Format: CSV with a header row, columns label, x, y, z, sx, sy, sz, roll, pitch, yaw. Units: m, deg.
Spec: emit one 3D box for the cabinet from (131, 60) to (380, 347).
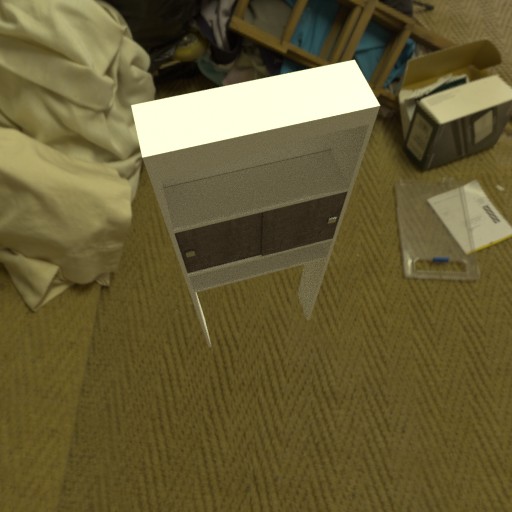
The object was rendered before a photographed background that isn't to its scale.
label,x,y,z,sx,sy,sz,roll,pitch,yaw
cabinet,0.000,0.000,1.978,0.643,1.770,0.192,-14,64,-7
